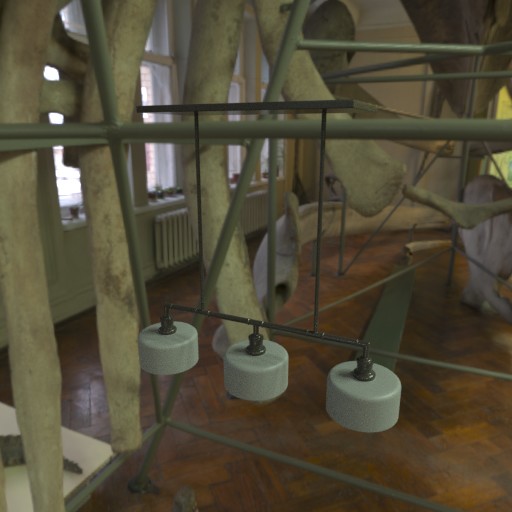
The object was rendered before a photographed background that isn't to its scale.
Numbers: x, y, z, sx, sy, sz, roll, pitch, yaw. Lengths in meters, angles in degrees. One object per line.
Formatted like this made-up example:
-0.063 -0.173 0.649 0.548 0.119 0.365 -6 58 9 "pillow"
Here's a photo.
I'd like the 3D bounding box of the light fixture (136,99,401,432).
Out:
0.000 0.000 0.866 0.582 0.557 0.177 7 17 24 "light fixture"
